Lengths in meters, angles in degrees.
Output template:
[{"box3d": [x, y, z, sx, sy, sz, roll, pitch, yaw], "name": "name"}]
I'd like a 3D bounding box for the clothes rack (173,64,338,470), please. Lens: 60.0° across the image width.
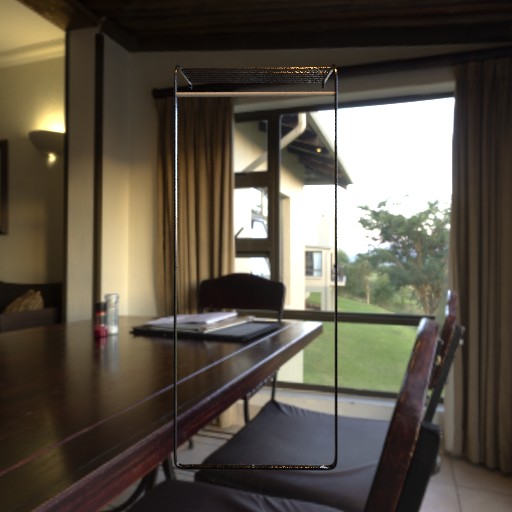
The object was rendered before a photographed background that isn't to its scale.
[{"box3d": [0.000, 0.000, 1.803, 0.609, 1.574, 0.349, 0, 0, 1], "name": "clothes rack"}]
